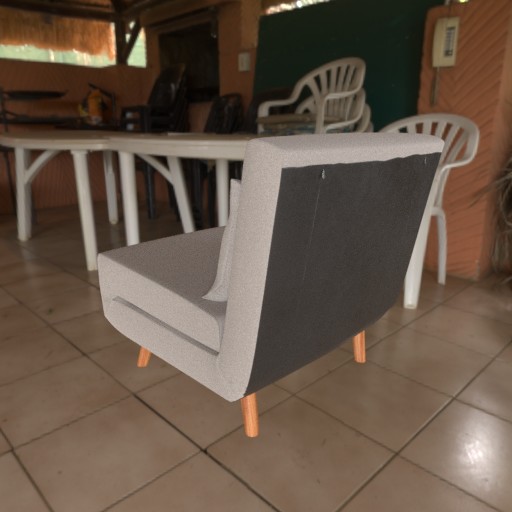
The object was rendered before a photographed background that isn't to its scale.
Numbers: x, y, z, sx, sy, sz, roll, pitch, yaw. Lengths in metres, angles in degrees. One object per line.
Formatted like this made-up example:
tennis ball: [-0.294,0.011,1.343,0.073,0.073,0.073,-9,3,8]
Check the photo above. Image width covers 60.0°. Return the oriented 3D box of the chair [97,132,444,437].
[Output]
chair: [0.000,0.000,1.495,0.902,0.808,0.770,15,22,42]
